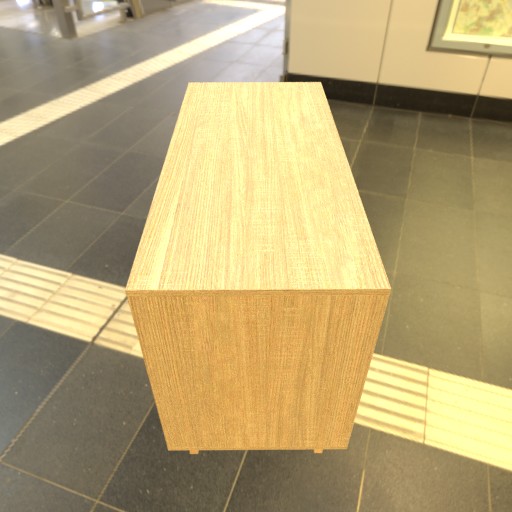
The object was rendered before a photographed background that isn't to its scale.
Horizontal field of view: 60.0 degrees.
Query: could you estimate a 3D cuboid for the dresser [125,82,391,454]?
[{"bbox_3d":[0.000,0.000,1.507,0.500,0.780,1.110,0,40,0],"label":"dresser"}]
